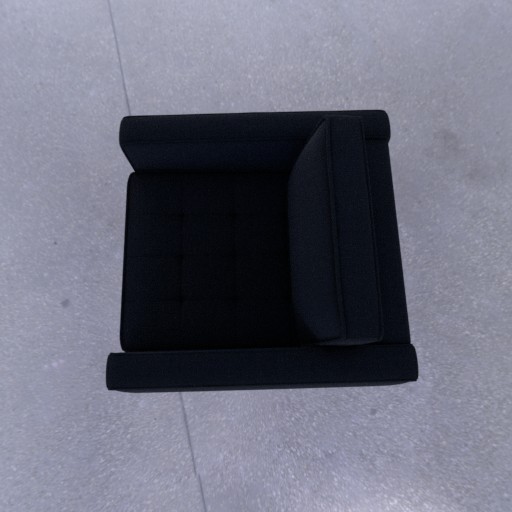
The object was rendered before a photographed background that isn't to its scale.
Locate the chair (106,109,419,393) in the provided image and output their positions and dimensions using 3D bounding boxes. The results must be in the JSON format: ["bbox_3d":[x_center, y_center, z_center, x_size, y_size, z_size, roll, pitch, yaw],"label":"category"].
[{"bbox_3d":[0.000,0.000,1.564,0.920,0.770,0.899,-2,75,0],"label":"chair"}]
